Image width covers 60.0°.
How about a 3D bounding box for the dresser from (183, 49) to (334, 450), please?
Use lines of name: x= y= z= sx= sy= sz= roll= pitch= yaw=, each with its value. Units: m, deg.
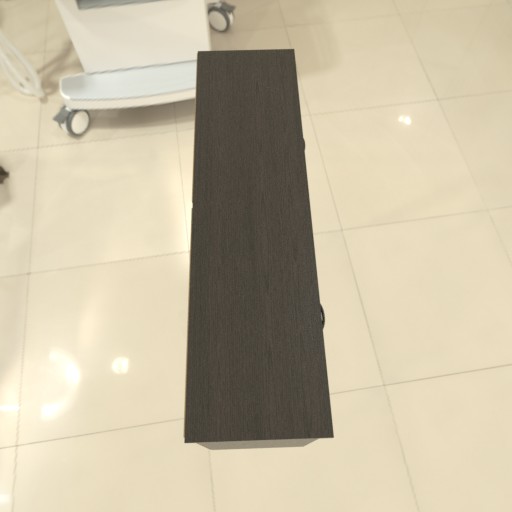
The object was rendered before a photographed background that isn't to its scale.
dresser: x=0.000 y=0.000 z=1.713 sx=0.401 sy=0.755 sz=1.360 roll=-2 pitch=64 yaw=-1
